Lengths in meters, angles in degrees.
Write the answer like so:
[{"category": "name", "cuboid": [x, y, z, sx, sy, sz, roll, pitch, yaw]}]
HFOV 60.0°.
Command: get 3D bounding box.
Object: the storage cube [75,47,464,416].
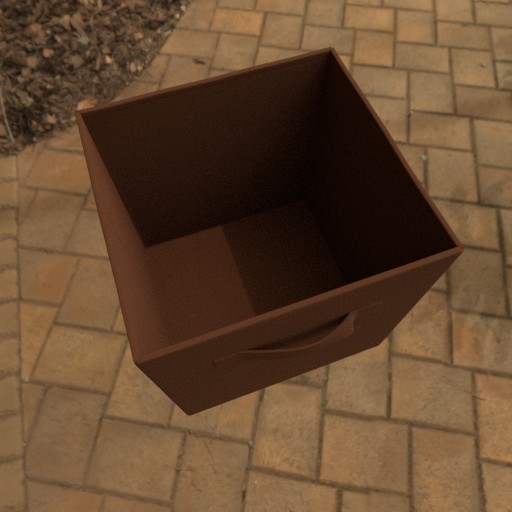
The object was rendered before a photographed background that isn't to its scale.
[{"category": "storage cube", "cuboid": [0.000, 0.000, 0.501, 0.270, 0.280, 0.270, -18, 64, -9]}]
